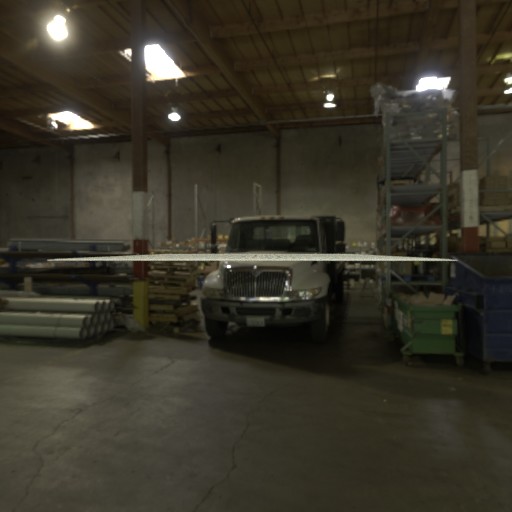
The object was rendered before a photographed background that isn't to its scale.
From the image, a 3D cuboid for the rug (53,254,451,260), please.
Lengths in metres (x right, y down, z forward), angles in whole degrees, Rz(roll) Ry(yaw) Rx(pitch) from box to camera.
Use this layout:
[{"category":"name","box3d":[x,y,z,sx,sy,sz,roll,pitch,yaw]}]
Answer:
[{"category":"rug","box3d":[0.000,0.000,4.139,2.354,0.007,3.196,0,1,1]}]
